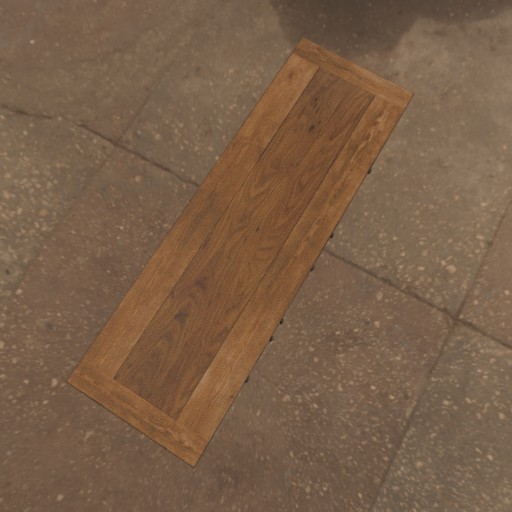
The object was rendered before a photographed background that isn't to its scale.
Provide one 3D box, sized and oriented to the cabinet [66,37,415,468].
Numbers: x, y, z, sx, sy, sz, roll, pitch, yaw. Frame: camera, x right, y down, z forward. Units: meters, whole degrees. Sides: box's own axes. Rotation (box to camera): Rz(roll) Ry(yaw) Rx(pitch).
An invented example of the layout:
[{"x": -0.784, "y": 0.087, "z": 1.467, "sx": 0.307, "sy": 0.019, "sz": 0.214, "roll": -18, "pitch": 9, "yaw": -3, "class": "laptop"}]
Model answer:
[{"x": 0.000, "y": 0.000, "z": 1.885, "sx": 0.480, "sy": 0.813, "sz": 1.474, "roll": 30, "pitch": 77, "yaw": 8, "class": "cabinet"}]
